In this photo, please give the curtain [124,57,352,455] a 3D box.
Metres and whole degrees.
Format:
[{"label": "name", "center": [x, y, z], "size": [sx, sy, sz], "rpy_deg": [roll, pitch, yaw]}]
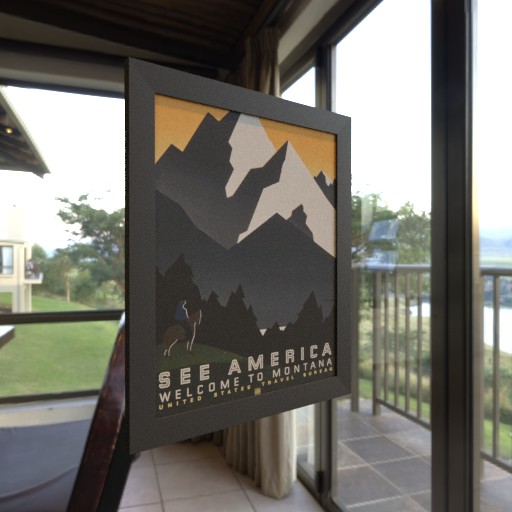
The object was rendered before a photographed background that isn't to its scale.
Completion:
[{"label": "curtain", "center": [0.000, 0.000, 0.805], "size": [0.483, 0.585, 0.027], "rpy_deg": [0, 0, -36]}]
